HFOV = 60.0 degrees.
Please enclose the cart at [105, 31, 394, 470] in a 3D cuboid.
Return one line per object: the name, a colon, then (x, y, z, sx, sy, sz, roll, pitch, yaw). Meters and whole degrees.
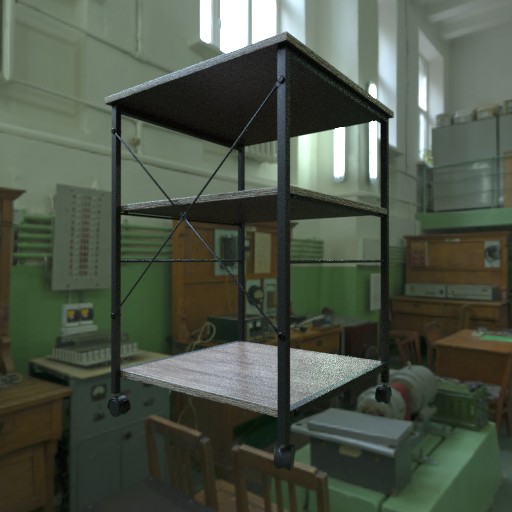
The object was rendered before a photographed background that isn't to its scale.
cart: (0.000, 0.000, 1.116, 0.521, 0.762, 0.520, 0, -1, 37)
